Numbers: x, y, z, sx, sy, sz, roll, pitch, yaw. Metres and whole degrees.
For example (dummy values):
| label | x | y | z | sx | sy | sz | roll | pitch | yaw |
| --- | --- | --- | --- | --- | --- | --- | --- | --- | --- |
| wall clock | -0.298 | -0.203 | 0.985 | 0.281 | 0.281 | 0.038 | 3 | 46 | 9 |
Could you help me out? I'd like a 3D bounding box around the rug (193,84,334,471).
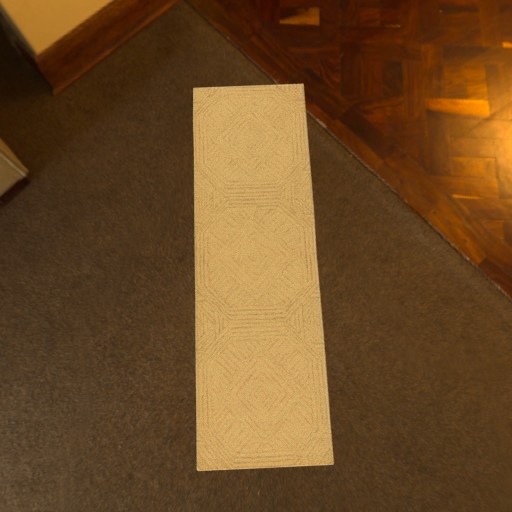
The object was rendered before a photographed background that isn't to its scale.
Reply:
| label | x | y | z | sx | sy | sz | roll | pitch | yaw |
| --- | --- | --- | --- | --- | --- | --- | --- | --- | --- |
| rug | 0.000 | 0.000 | 2.790 | 0.775 | 0.012 | 2.452 | -2 | 76 | -1 |
